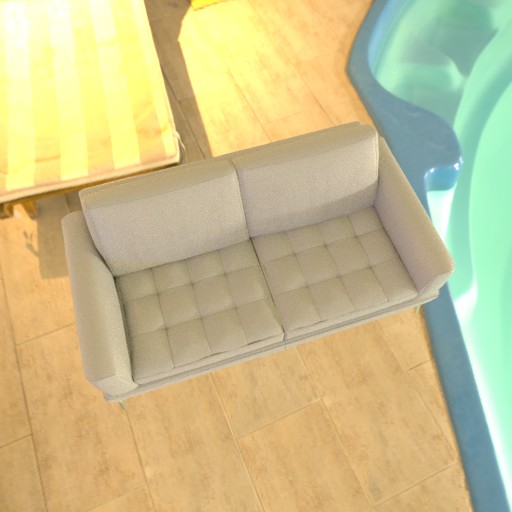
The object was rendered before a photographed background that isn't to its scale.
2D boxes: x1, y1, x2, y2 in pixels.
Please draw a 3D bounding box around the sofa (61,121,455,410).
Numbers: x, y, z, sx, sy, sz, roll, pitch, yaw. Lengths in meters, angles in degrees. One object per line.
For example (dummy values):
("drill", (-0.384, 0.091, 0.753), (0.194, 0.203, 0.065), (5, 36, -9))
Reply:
("sofa", (0.000, 0.000, 2.742), (2.177, 0.930, 1.121), (-16, 64, -8))
